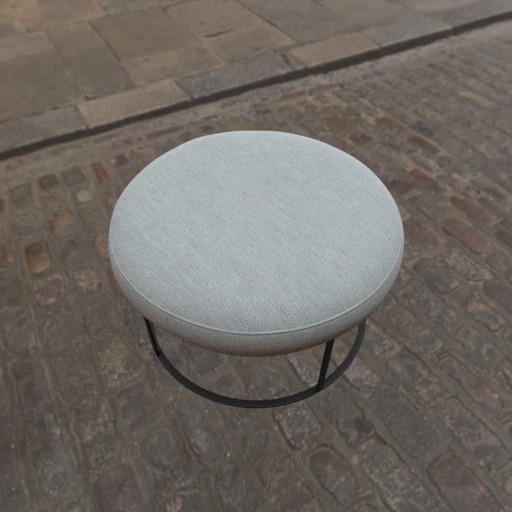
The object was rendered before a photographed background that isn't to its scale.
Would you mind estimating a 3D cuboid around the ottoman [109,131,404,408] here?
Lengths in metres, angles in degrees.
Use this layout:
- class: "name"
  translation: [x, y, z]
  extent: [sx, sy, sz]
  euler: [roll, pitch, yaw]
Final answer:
- class: "ottoman"
  translation: [0.000, 0.000, 1.279]
  extent: [0.769, 0.459, 0.769]
  euler: [0, 48, 0]
